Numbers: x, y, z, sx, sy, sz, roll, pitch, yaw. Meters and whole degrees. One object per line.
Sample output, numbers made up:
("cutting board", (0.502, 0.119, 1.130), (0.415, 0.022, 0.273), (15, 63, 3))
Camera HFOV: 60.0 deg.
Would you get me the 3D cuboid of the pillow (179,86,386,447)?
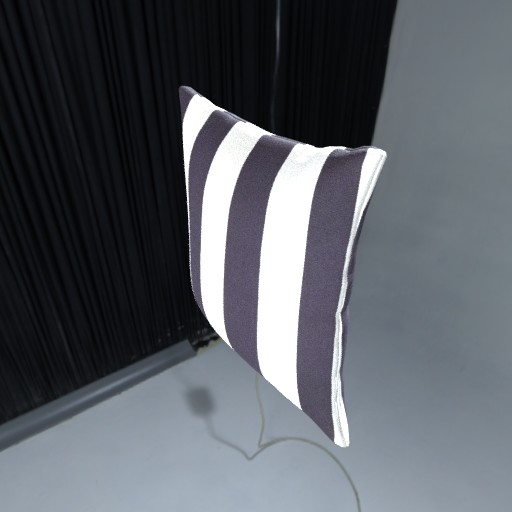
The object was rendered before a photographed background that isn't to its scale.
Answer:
("pillow", (0.000, 0.000, 0.823), (0.189, 0.526, 0.536), (-20, 37, -30))
